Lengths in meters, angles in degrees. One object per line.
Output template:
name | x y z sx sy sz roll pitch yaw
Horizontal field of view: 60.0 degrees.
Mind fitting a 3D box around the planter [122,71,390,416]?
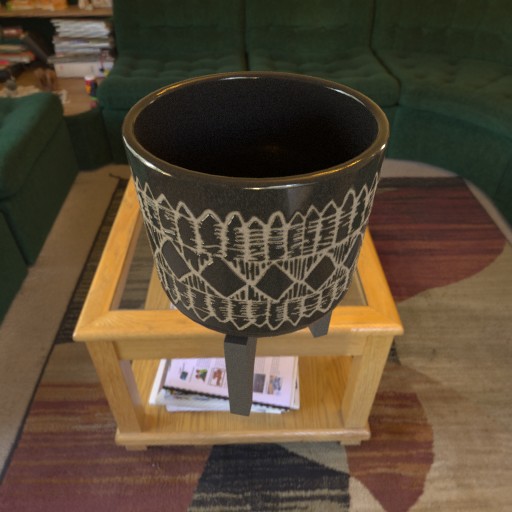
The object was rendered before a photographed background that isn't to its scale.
planter | 0.000 0.000 0.536 0.251 0.355 0.251 -13 42 -14
